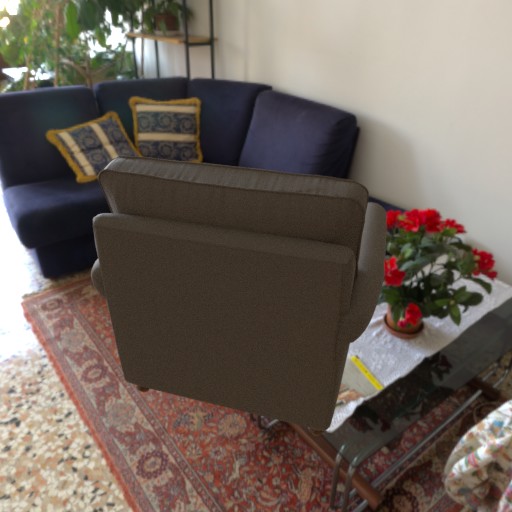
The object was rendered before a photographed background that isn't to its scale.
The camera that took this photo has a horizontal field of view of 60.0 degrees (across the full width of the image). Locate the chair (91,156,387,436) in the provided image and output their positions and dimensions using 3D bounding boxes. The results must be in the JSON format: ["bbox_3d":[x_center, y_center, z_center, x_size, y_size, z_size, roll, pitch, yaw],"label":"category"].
[{"bbox_3d":[0.000,0.000,1.847,1.029,0.967,0.966,9,32,14],"label":"chair"}]
